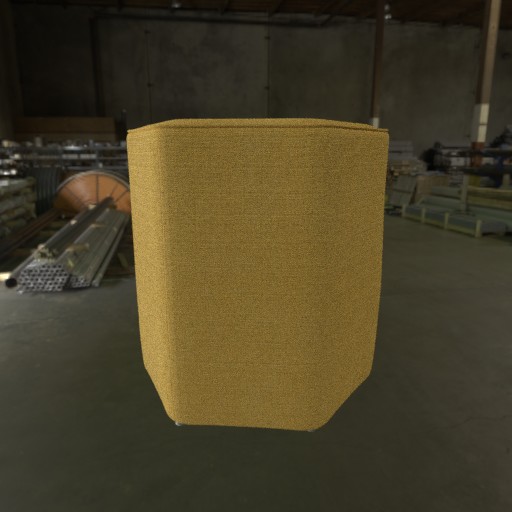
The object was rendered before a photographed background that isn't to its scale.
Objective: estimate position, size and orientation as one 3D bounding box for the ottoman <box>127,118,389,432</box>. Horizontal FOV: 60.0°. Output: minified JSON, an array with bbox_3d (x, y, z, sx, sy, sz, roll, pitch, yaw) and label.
[{"bbox_3d":[0.000,0.000,0.882,0.443,0.502,0.494,-6,15,-24],"label":"ottoman"}]
